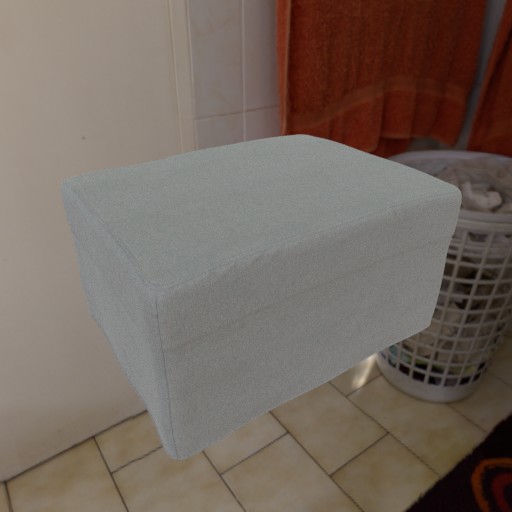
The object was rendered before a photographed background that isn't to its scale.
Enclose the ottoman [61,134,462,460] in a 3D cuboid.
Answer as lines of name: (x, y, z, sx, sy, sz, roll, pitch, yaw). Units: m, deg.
ottoman: (0.000, 0.000, 1.230, 0.833, 0.461, 0.648, -18, 35, -29)
